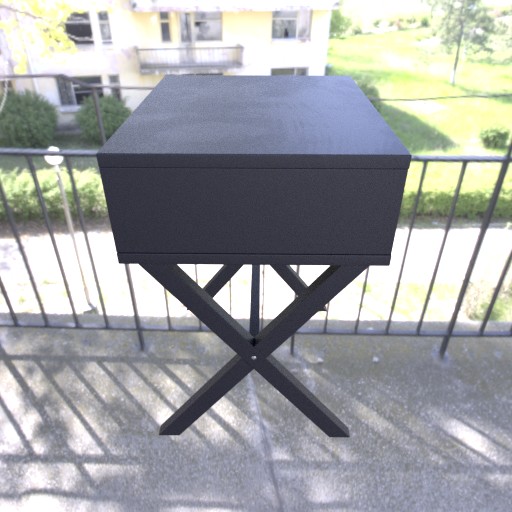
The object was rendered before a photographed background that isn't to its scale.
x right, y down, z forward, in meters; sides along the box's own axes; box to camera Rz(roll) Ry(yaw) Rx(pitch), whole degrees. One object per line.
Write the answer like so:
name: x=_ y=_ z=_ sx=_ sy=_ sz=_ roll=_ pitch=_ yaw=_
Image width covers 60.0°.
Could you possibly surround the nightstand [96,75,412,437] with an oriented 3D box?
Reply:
nightstand: x=0.000 y=0.000 z=0.932 sx=0.402 sy=0.623 sz=0.479 roll=0 pitch=33 yaw=1
